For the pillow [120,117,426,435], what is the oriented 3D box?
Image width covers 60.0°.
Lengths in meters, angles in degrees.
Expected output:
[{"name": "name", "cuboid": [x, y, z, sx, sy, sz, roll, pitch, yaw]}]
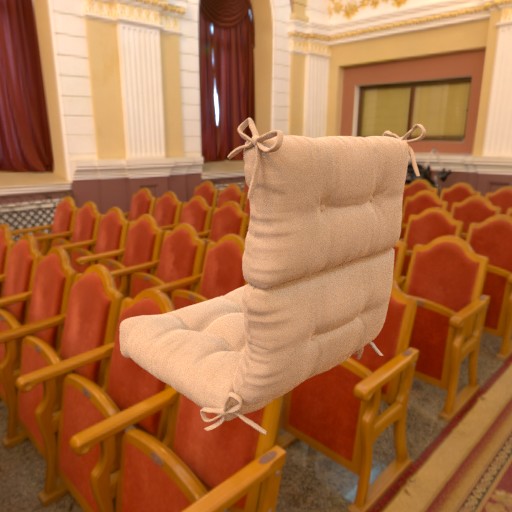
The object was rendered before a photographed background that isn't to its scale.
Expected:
[{"name": "pillow", "cuboid": [0.000, 0.000, 1.055, 0.519, 0.605, 0.571, -14, 20, -42]}]
